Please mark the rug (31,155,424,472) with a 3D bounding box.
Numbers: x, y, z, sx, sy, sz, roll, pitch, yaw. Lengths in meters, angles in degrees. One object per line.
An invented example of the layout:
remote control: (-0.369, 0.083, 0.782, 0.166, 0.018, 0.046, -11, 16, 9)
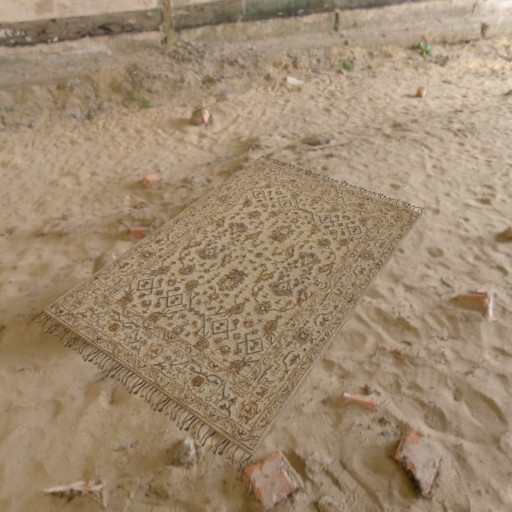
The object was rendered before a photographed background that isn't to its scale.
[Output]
rug: (0.000, 0.000, 2.997, 1.529, 0.027, 2.434, 24, 46, 26)
